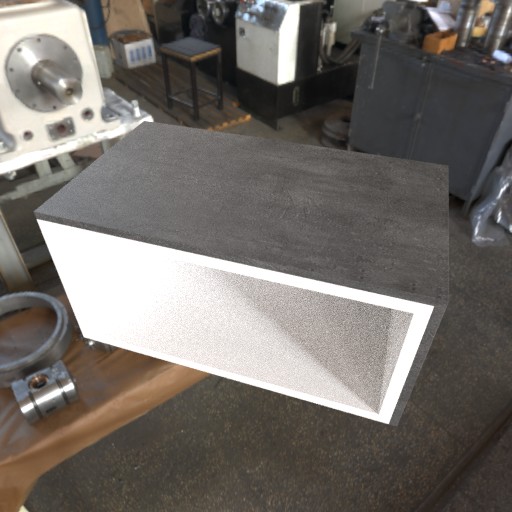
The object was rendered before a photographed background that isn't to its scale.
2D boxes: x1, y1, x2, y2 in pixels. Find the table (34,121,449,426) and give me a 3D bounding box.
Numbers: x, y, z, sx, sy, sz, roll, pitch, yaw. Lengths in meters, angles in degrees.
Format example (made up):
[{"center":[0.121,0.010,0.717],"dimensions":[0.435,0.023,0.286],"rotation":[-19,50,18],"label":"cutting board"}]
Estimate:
[{"center":[0.000,0.000,0.962],"dimensions":[0.700,0.350,0.400],"rotation":[12,42,14],"label":"table"}]
